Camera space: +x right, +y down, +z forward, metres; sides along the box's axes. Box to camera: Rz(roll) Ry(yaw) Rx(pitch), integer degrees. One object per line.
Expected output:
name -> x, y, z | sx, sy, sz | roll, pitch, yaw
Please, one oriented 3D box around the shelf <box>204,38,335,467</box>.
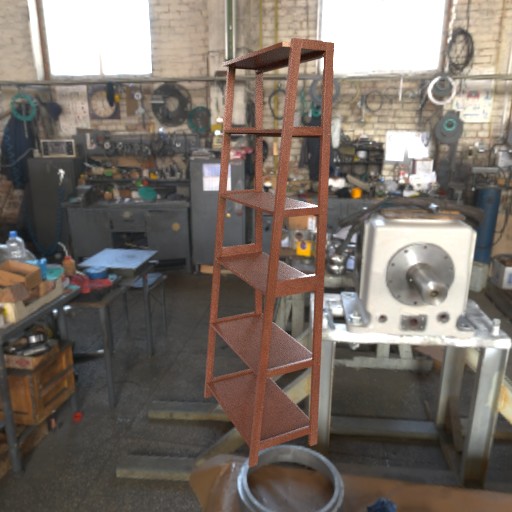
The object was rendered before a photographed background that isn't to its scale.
shelf -> 0.000, 0.000, 2.227 | 0.382, 1.892, 0.660 | -8, 17, -25
